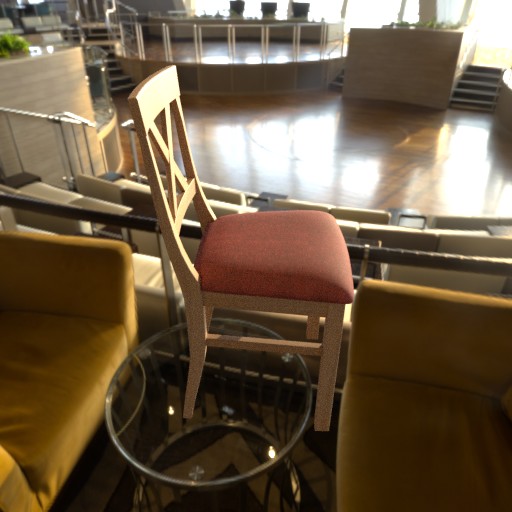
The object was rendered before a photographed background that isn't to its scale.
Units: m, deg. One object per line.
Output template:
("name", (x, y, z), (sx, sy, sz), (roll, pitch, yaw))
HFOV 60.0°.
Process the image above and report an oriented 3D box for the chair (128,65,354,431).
("chair", (0.000, 0.000, 1.210), (0.492, 0.912, 0.439), (1, 32, 2))
